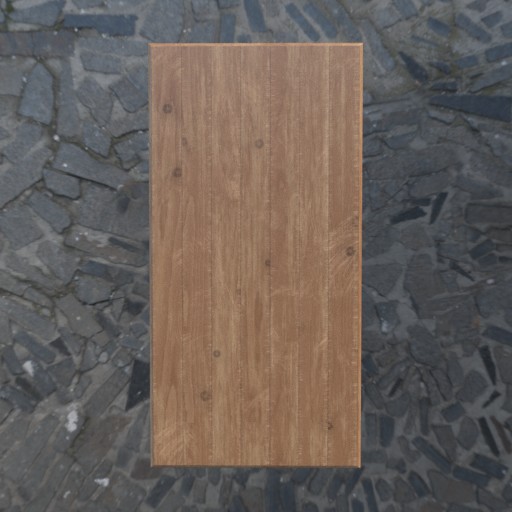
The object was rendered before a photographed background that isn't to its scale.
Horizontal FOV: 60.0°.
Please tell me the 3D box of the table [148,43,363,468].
[{"bbox_3d":[0.000,0.000,1.383,0.559,0.458,1.118,0,91,0],"label":"table"}]
